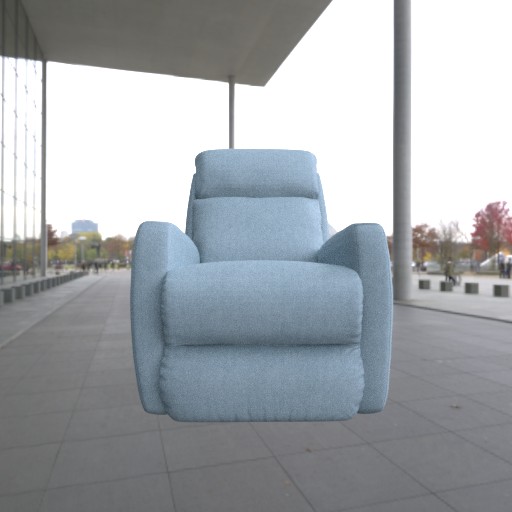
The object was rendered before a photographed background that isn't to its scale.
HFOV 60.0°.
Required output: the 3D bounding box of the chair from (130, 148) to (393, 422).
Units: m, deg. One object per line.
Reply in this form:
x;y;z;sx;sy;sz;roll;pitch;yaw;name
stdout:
0.000;0.000;1.717;0.812;1.013;0.940;0;-1;-1;chair
